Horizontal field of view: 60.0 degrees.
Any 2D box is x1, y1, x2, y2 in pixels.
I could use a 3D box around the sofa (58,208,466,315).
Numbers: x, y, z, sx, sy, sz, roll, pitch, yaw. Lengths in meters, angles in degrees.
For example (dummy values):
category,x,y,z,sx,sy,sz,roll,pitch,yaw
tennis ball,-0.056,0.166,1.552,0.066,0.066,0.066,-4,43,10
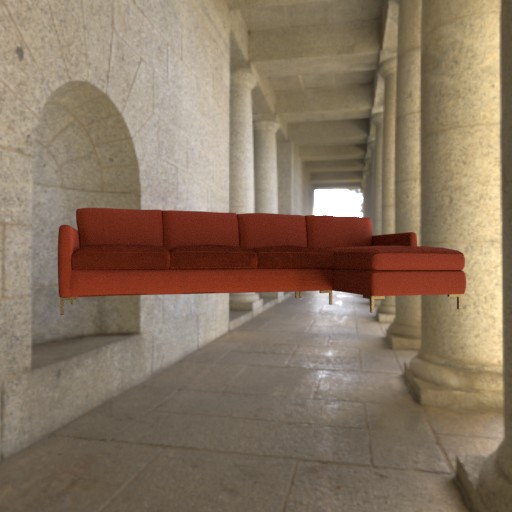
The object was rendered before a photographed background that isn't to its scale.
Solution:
category,x,y,z,sx,sy,sz,roll,pitch,yaw
sofa,0.000,0.000,3.535,2.932,0.810,1.350,0,0,-17
